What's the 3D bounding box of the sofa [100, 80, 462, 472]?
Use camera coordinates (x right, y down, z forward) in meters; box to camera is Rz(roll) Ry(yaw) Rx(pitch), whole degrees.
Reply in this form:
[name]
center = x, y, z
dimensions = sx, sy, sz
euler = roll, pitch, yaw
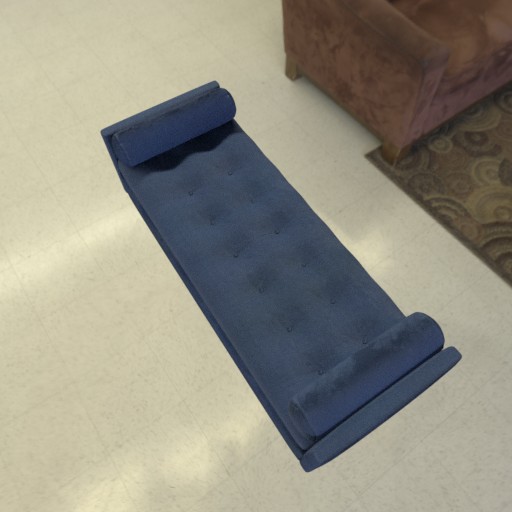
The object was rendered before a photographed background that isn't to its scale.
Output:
[sofa]
center = 0.000, 0.000, 2.465
dimensions = 0.796, 0.705, 2.102
euler = -30, 65, -15
